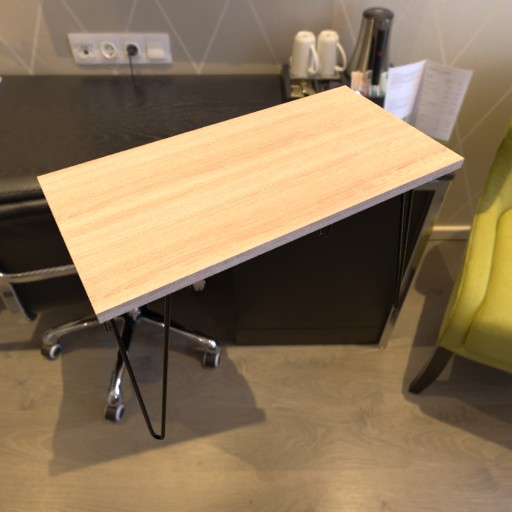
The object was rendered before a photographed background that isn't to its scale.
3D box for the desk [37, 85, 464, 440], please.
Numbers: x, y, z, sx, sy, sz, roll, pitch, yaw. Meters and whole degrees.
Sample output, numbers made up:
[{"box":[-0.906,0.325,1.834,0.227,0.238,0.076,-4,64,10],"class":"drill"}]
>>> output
[{"box":[0.000,0.000,1.385,0.991,0.660,0.499,-23,50,-21],"class":"desk"}]
